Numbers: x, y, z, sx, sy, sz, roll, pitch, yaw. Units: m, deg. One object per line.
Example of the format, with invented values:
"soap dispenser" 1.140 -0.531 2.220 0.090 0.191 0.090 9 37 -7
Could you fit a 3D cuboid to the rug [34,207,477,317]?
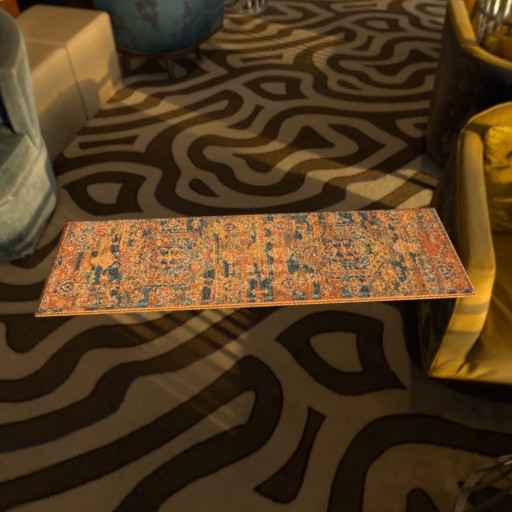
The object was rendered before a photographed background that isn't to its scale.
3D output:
"rug" 0.000 0.000 2.002 1.820 0.013 0.556 -2 48 -2
